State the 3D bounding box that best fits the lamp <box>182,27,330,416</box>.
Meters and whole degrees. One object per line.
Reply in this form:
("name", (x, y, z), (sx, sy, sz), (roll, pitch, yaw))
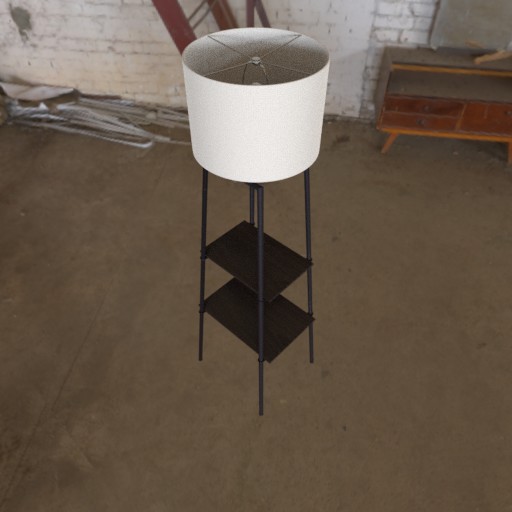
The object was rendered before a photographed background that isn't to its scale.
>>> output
("lamp", (0.000, 0.000, 1.654), (0.427, 1.474, 0.384), (34, 54, 29))
